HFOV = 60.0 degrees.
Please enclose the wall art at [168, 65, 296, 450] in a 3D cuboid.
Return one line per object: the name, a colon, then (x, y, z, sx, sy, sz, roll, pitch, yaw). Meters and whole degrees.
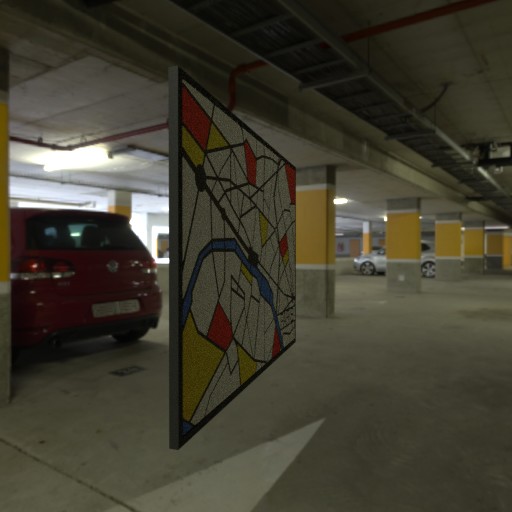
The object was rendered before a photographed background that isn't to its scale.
wall art: (0.000, 0.000, 0.847, 0.013, 0.458, 0.664, 0, 1, 17)
